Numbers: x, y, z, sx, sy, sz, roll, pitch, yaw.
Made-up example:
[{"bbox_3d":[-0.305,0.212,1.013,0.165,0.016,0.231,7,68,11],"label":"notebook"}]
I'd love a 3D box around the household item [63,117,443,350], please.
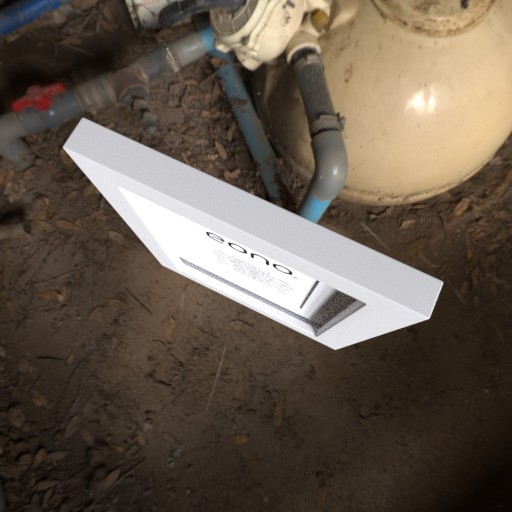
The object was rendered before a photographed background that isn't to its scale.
[{"bbox_3d":[0.000,0.000,0.341,0.200,0.250,0.045,25,76,7],"label":"household item"}]
